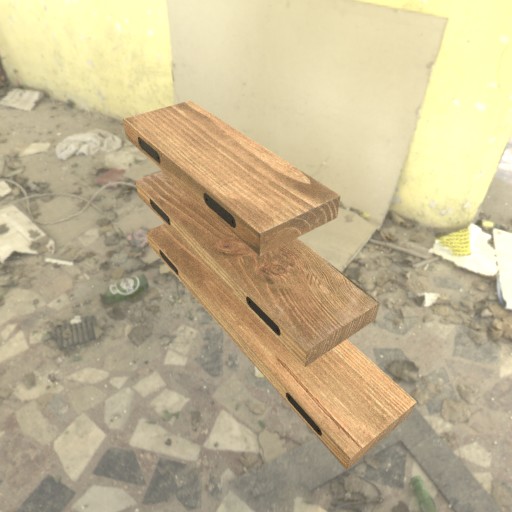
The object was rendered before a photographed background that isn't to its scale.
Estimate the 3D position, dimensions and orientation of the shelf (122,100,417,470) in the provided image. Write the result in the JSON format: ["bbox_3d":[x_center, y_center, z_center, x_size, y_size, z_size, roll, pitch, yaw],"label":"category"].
[{"bbox_3d":[0.000,0.000,0.735,0.140,0.293,0.610,-26,48,-27],"label":"shelf"}]
